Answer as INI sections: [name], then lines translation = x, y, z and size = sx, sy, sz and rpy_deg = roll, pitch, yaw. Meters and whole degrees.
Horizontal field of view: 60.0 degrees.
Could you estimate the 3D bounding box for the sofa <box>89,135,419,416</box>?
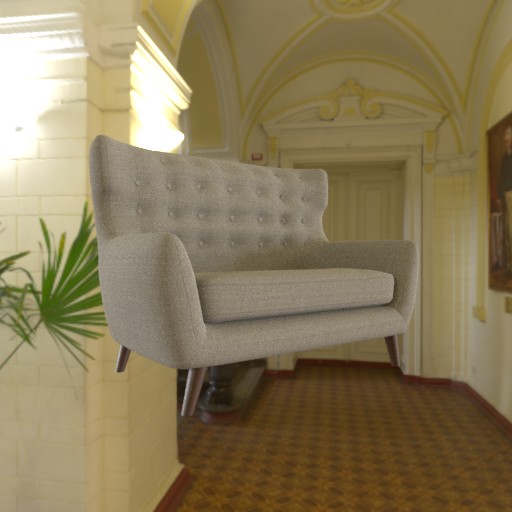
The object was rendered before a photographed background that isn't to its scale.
[sofa]
translation = 0.000, 0.000, 2.065
size = 1.386, 1.028, 0.884
rpy_deg = 0, 0, -36
